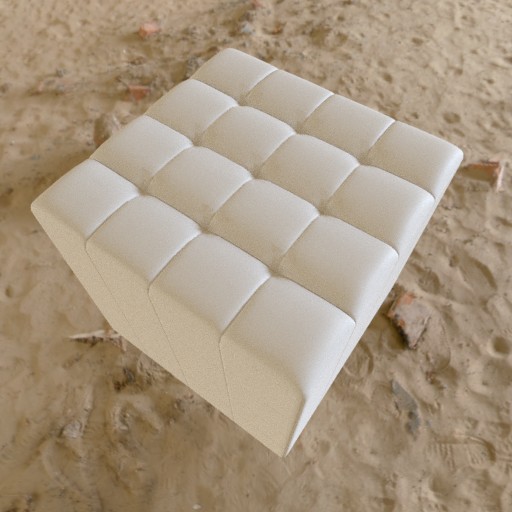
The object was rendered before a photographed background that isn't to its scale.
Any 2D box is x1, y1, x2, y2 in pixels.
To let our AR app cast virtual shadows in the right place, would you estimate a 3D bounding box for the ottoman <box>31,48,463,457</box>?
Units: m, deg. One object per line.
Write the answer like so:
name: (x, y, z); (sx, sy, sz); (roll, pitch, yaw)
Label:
ottoman: (0.000, 0.000, 0.764); (0.425, 0.432, 0.425); (31, 63, 18)
